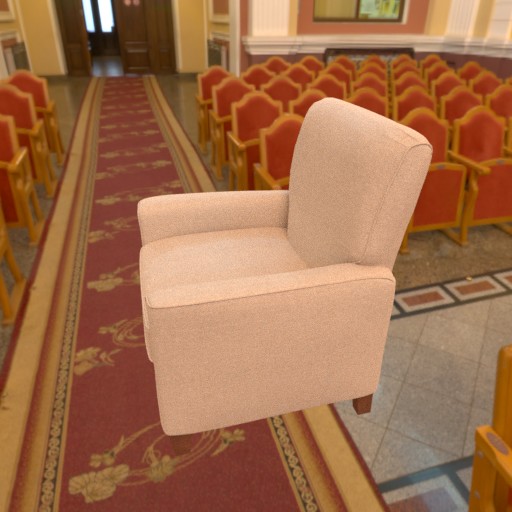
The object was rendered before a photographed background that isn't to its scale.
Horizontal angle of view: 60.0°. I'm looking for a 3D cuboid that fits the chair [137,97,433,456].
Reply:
[{"bbox_3d":[0.000,0.000,1.637,0.858,1.023,0.841,-7,30,-13],"label":"chair"}]
